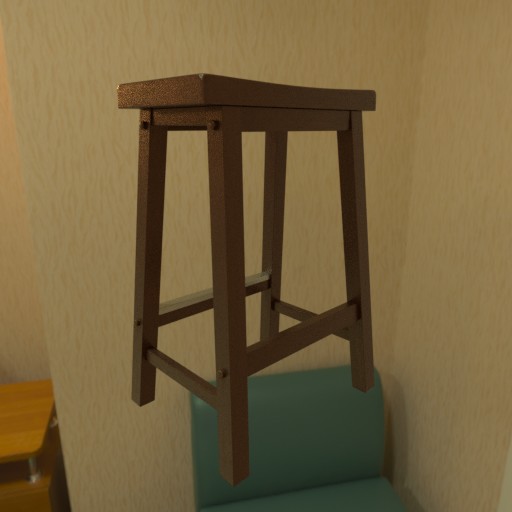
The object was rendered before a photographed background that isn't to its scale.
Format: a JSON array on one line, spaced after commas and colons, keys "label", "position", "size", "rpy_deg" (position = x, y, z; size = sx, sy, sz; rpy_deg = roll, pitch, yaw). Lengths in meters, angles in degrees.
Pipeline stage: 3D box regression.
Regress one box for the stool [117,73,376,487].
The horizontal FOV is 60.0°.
[{"label": "stool", "position": [0.000, 0.000, 0.855], "size": [0.406, 0.610, 0.322], "rpy_deg": [-15, 22, -42]}]
